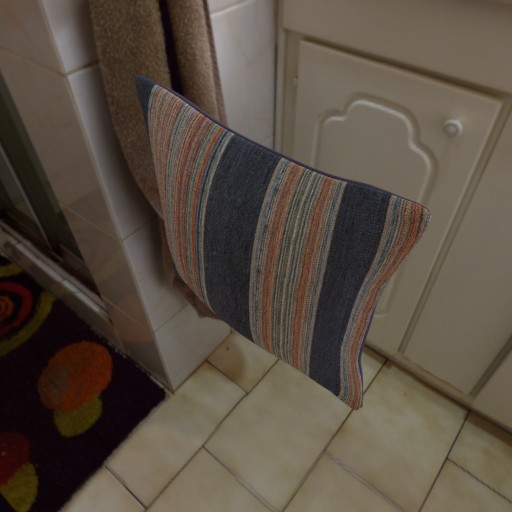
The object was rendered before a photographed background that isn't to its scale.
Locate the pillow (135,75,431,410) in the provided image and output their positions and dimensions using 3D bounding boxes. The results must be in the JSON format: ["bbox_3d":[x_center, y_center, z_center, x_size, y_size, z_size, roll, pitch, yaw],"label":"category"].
[{"bbox_3d":[0.000,0.000,0.650,0.437,0.419,0.136,33,55,27],"label":"pillow"}]
